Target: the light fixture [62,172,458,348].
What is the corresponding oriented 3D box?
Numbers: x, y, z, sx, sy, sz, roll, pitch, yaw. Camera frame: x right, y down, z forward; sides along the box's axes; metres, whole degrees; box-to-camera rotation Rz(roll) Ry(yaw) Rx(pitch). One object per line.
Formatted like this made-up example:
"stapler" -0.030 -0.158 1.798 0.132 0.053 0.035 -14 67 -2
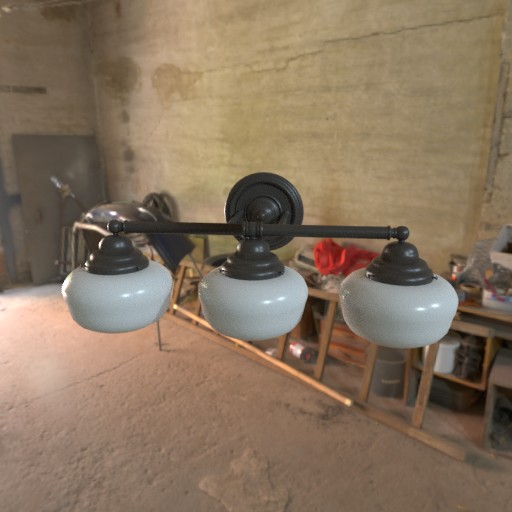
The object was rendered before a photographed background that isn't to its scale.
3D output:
"light fixture" 0.000 0.000 0.695 0.587 0.242 0.239 2 15 6
